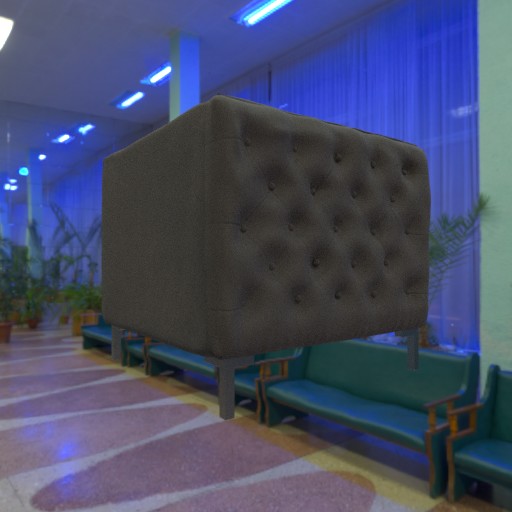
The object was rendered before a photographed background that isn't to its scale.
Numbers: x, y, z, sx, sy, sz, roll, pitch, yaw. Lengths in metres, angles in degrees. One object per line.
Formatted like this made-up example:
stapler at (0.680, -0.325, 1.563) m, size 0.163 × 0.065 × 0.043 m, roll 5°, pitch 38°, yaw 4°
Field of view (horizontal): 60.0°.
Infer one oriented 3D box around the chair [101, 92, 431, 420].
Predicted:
chair at (0.000, 0.000, 1.661) m, size 0.913 × 0.807 × 0.946 m, roll 0°, pitch 0°, yaw -37°
